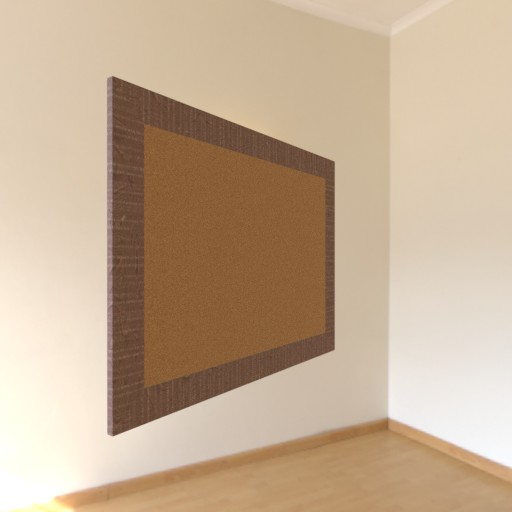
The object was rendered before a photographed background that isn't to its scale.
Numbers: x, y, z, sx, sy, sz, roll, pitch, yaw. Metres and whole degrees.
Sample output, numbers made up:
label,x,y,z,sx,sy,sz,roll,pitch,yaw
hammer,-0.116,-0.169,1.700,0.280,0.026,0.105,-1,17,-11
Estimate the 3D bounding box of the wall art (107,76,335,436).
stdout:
label,x,y,z,sx,sy,sz,roll,pitch,yaw
wall art,0.000,0.000,1.366,0.020,0.761,1.056,0,0,36
